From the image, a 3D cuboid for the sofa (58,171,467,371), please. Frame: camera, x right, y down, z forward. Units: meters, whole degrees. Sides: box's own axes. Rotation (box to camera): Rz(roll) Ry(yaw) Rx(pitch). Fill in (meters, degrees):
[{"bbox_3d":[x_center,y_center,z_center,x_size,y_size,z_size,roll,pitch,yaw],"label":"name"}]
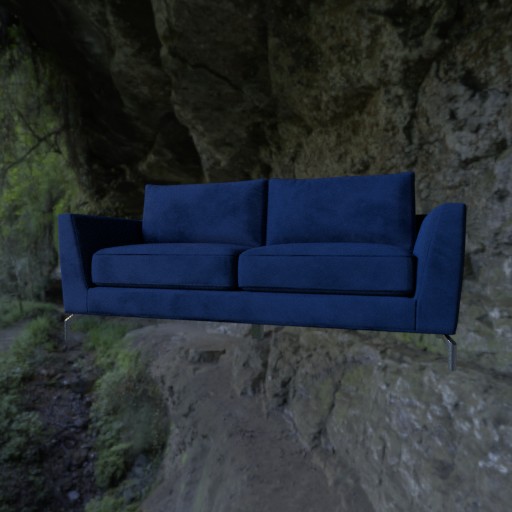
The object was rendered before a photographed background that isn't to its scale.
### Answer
[{"bbox_3d":[0.000,0.000,2.675,2.212,0.998,0.853,0,1,18],"label":"sofa"}]
